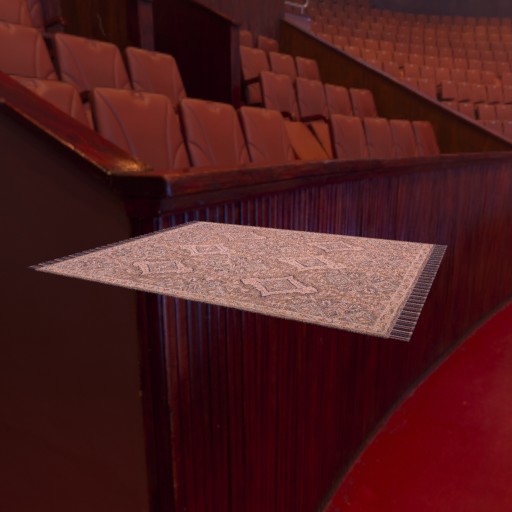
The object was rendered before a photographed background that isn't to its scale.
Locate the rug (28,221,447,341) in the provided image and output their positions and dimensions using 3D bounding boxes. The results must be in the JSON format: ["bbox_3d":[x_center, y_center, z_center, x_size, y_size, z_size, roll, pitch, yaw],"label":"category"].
[{"bbox_3d":[0.000,0.000,4.063,3.056,0.010,2.437,7,17,26],"label":"rug"}]
